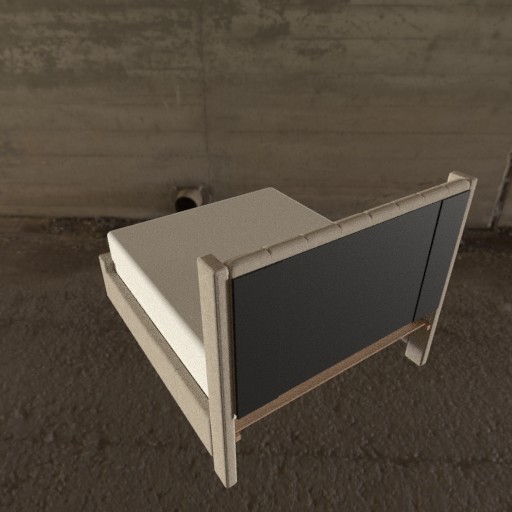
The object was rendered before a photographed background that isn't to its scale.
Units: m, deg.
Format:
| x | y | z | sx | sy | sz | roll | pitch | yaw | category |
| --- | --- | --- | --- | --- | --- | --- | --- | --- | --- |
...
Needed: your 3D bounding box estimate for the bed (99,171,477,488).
| x | y | z | sx | sy | sz | roll | pitch | yaw | category |
| --- | --- | --- | --- | --- | --- | --- | --- | --- | --- |
| 0.000 | 0.000 | 3.767 | 2.045 | 1.743 | 2.370 | -20 | 37 | -28 | bed |
